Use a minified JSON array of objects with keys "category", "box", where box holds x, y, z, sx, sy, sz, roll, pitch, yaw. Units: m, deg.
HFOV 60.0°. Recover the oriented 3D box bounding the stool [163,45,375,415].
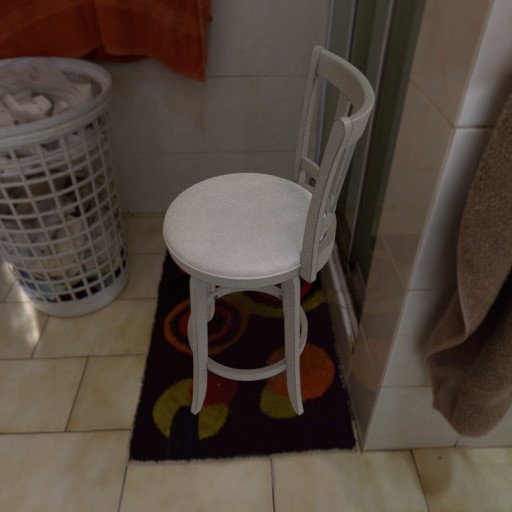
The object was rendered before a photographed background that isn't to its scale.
[{"category":"stool","box":[0.000,0.000,1.250,0.486,0.994,0.450,0,41,0]}]
